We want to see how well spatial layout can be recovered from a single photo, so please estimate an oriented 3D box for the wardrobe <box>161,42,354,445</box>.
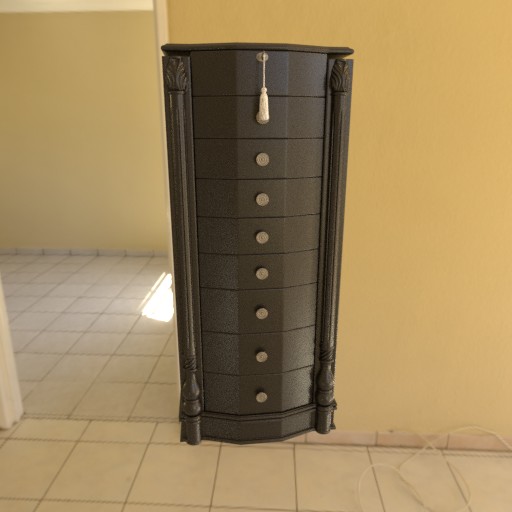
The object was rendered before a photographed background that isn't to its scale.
[{"bbox_3d":[0.000,0.000,1.187,0.444,1.011,0.295,-2,17,-7],"label":"wardrobe"}]
